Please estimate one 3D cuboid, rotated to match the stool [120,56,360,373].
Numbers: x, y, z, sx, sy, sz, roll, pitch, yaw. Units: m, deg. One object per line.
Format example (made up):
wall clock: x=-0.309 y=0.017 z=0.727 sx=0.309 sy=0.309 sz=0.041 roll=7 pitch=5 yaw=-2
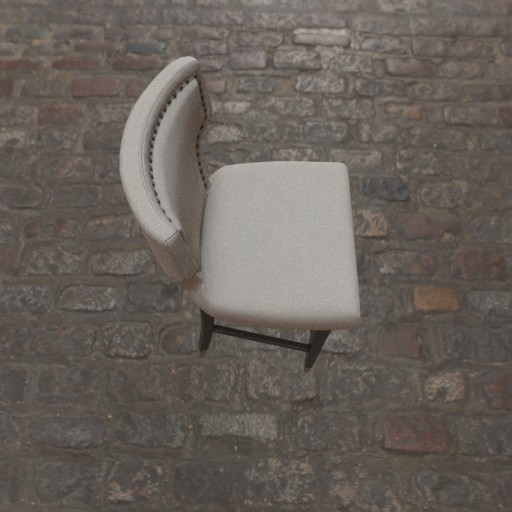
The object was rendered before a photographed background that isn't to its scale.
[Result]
stool: x=0.000 y=0.000 z=1.396 sx=0.563 sy=1.092 sz=0.526 roll=1 pitch=63 yaw=1
